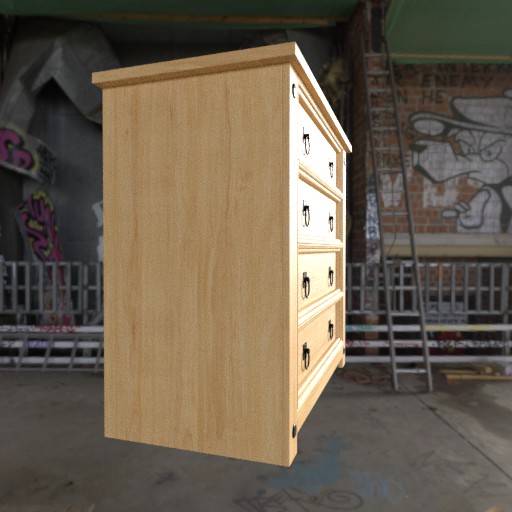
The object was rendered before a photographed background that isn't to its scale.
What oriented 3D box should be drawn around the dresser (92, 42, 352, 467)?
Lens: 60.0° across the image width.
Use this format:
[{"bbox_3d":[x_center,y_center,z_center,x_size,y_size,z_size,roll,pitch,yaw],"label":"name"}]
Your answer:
[{"bbox_3d":[0.000,0.000,1.189,0.410,0.730,0.800,0,1,19],"label":"dresser"}]
